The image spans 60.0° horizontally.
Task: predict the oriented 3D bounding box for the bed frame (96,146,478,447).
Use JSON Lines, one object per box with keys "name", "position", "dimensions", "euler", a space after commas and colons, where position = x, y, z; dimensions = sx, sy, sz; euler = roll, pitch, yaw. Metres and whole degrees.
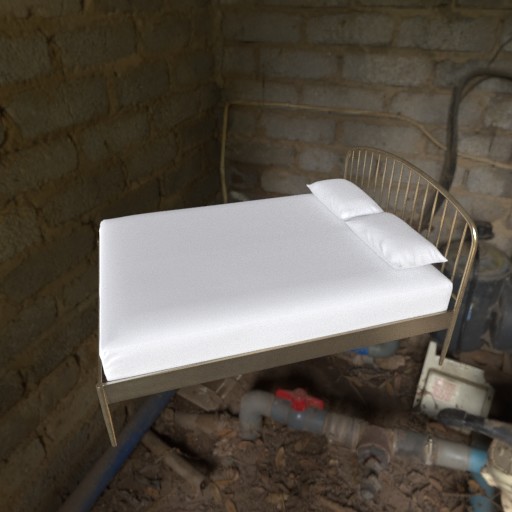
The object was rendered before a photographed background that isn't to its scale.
{"name": "bed frame", "position": [0.000, 0.000, 3.071], "dimensions": [2.152, 1.175, 1.612], "euler": [-9, 32, -14]}
